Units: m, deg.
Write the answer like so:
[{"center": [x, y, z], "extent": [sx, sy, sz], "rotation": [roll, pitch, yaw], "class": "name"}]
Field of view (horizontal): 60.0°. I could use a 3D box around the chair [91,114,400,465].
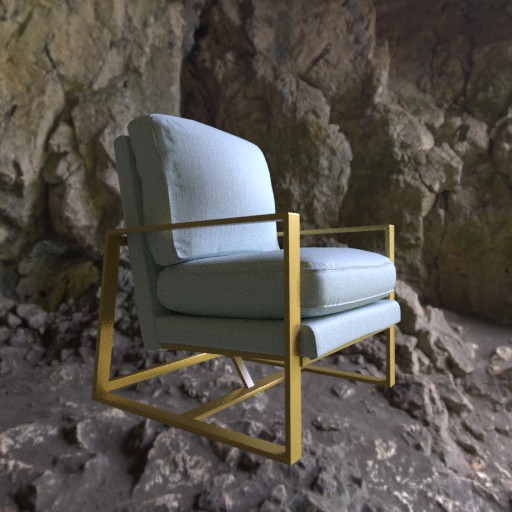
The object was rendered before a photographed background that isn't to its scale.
[{"center": [0.000, 0.000, 1.541], "extent": [0.813, 0.956, 0.758], "rotation": [1, 1, 35], "class": "chair"}]
